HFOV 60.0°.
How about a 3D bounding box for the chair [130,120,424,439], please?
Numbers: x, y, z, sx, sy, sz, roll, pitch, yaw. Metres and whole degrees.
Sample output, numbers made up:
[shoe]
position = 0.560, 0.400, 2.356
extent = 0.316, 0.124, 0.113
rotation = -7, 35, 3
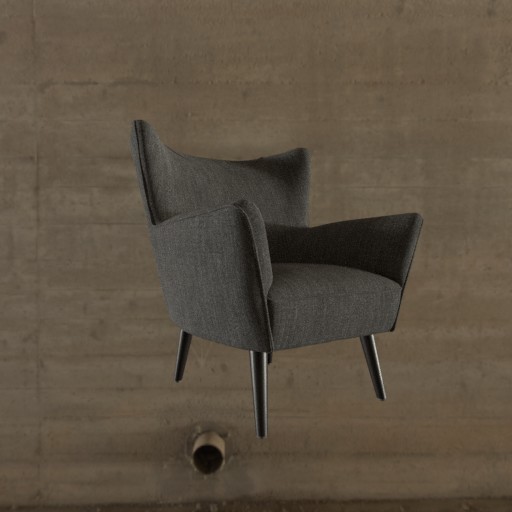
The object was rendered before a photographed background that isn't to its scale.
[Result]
[chair]
position = 0.000, 0.000, 1.590
extent = 0.781, 0.933, 0.888
rotation = -1, 1, -36
